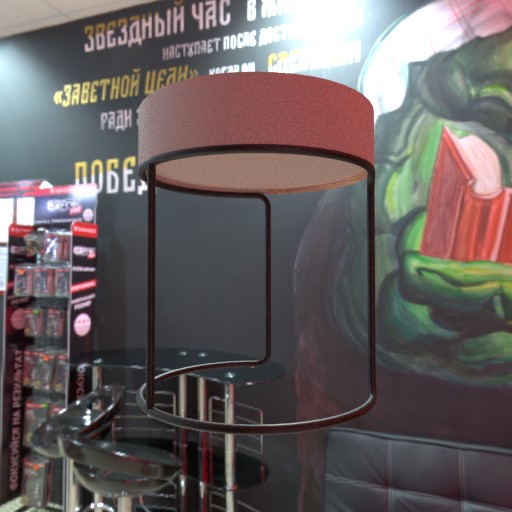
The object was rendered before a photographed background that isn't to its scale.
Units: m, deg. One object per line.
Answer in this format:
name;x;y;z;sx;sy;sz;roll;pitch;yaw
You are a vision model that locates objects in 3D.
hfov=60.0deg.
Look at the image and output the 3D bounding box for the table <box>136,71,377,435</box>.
table;0.000;0.000;0.864;0.450;0.530;0.450;0;-1;0
